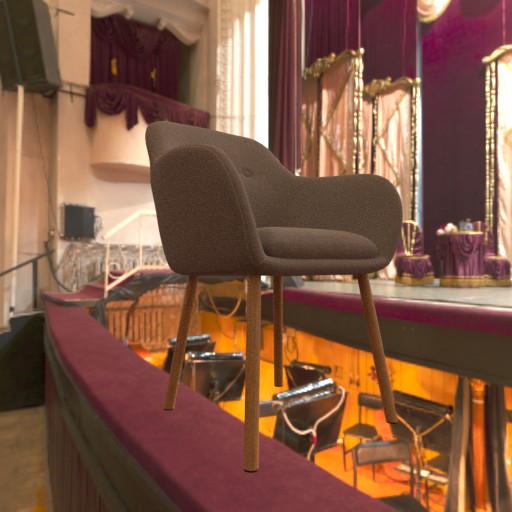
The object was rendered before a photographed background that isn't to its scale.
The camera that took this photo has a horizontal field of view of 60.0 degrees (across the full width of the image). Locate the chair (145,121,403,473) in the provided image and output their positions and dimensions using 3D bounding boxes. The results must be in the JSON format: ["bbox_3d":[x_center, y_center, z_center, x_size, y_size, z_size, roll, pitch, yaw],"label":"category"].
[{"bbox_3d":[0.000,0.000,1.209,0.570,0.830,0.590,1,-1,-36],"label":"chair"}]
